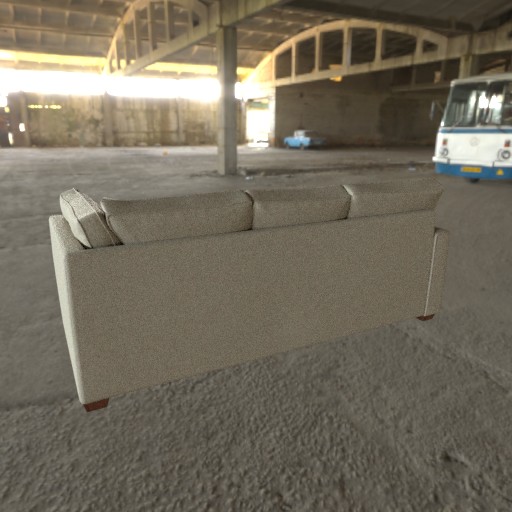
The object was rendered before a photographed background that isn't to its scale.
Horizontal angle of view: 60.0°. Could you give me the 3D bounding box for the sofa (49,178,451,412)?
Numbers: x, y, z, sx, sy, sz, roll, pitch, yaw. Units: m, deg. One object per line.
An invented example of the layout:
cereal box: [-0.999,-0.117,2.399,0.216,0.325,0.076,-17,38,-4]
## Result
sofa: [0.000,0.000,2.833,2.317,0.962,1.061,-8,18,-26]
